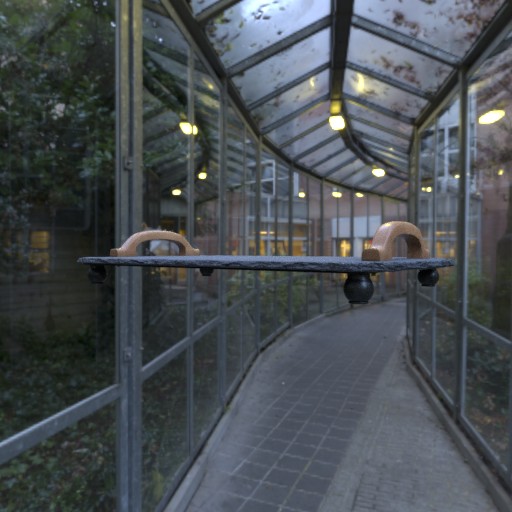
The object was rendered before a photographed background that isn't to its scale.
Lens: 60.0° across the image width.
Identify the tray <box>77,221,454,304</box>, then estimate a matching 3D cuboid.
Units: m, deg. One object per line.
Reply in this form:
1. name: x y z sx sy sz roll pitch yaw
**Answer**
1. tray: 0.000 0.000 0.476 0.387 0.062 0.231 1 1 36
